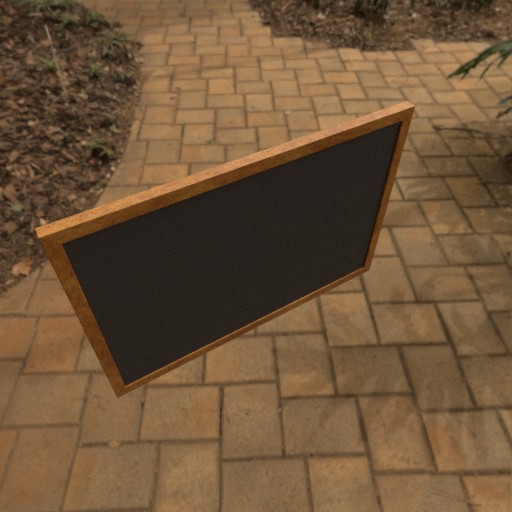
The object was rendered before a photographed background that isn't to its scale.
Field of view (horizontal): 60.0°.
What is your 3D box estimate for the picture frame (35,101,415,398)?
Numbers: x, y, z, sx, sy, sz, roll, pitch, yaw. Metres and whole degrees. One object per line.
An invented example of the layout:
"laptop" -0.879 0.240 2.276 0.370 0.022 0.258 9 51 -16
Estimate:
"picture frame" 0.000 0.000 1.185 0.922 0.621 0.029 -24 51 -21
